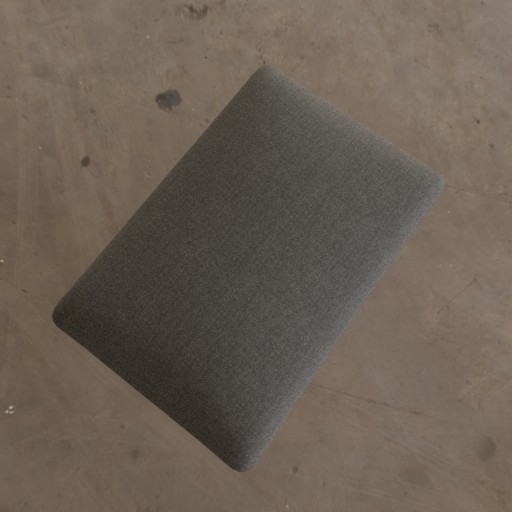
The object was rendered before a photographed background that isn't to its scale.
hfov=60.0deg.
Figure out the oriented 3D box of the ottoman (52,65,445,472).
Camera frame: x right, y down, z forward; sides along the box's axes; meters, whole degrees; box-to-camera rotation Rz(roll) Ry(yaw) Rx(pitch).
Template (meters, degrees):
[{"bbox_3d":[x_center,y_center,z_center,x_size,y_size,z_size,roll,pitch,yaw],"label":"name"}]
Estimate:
[{"bbox_3d":[0.000,0.000,1.416,0.711,0.483,1.041,36,79,8],"label":"ottoman"}]
